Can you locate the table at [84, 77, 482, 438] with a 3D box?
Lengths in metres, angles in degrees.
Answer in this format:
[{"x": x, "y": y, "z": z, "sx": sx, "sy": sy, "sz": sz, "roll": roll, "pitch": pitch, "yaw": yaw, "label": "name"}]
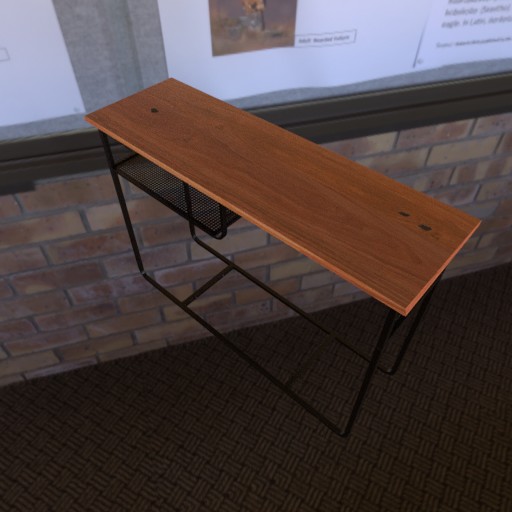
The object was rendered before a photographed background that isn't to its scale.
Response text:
[{"x": 0.000, "y": 0.000, "z": 1.469, "sx": 1.100, "sy": 0.750, "sz": 0.350, "roll": 33, "pitch": 55, "yaw": 27, "label": "table"}]
